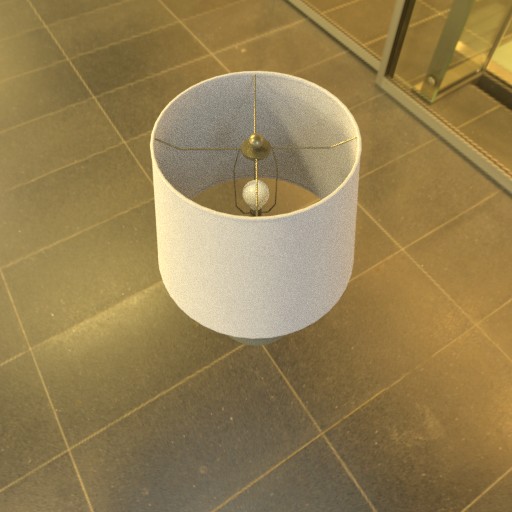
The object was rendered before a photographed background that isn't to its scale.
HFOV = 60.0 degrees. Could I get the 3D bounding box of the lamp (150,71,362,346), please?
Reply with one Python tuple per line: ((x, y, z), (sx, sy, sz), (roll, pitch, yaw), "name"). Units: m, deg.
((0.000, 0.000, 0.564), (0.239, 0.399, 0.239), (0, 57, 0), "lamp")
